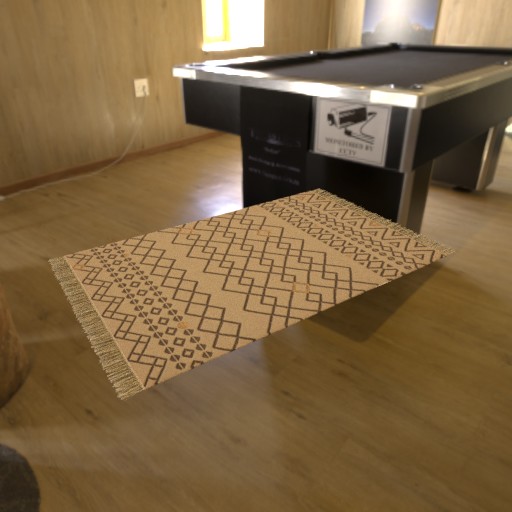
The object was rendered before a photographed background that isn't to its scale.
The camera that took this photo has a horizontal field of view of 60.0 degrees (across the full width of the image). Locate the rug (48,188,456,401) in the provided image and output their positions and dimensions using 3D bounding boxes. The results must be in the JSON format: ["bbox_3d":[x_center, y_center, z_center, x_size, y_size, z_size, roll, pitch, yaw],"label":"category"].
[{"bbox_3d":[0.000,0.000,2.538,2.023,0.028,1.224,-18,34,-29],"label":"rug"}]
